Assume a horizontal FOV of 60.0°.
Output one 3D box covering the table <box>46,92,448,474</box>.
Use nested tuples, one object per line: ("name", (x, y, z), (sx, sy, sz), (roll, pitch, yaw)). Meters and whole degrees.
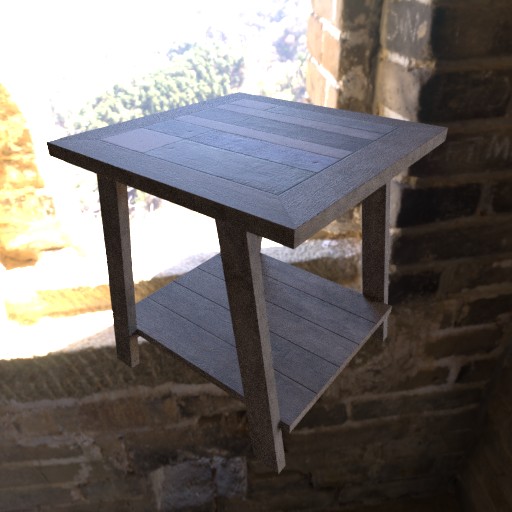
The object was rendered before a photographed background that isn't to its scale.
("table", (0.000, 0.000, 1.104), (0.610, 0.610, 0.610), (23, 38, 32))
